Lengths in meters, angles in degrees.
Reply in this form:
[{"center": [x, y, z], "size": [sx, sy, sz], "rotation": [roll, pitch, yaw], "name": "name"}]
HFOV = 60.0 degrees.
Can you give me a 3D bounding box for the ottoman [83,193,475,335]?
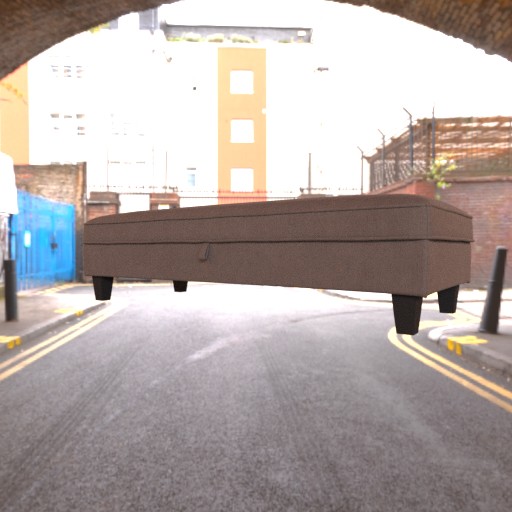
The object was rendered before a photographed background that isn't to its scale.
[{"center": [0.000, 0.000, 2.076], "size": [1.764, 0.470, 0.751], "rotation": [1, 1, 35], "name": "ottoman"}]
